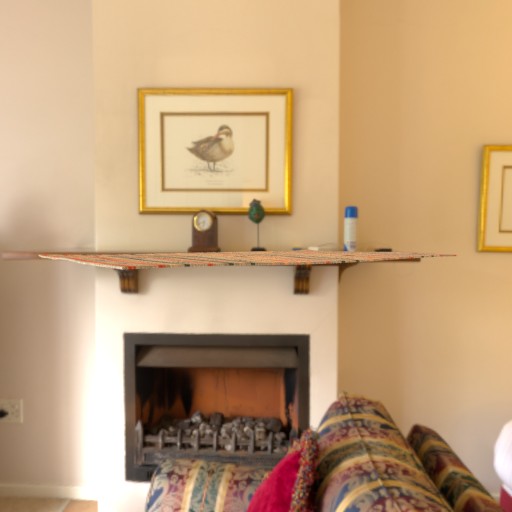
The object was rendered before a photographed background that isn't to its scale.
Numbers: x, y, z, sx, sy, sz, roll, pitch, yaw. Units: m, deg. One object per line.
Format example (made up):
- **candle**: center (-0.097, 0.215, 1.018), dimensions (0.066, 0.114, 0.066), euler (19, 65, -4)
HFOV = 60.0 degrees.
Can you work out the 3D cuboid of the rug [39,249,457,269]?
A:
- **rug**: center (0.000, 0.000, 3.032), dimensions (2.439, 0.029, 1.537), euler (-2, 3, -37)
